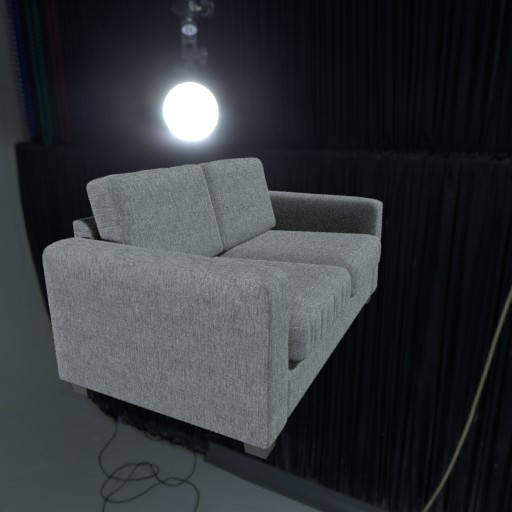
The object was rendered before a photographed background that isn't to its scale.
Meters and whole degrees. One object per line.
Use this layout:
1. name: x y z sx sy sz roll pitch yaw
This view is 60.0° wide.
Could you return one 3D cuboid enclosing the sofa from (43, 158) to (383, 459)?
1. sofa: 0.000 0.000 1.991 0.900 0.800 1.520 8 18 25
